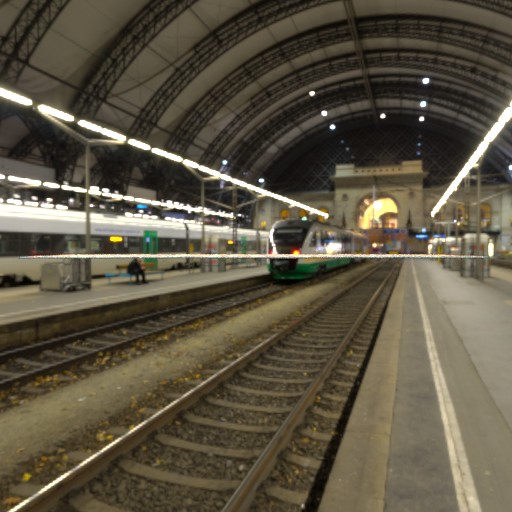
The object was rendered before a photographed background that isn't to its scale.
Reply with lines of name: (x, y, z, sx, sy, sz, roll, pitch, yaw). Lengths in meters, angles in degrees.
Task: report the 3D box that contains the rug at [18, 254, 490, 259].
rug: (0.000, 0.000, 2.687, 2.459, 0.010, 0.801, 0, 1, -2)
